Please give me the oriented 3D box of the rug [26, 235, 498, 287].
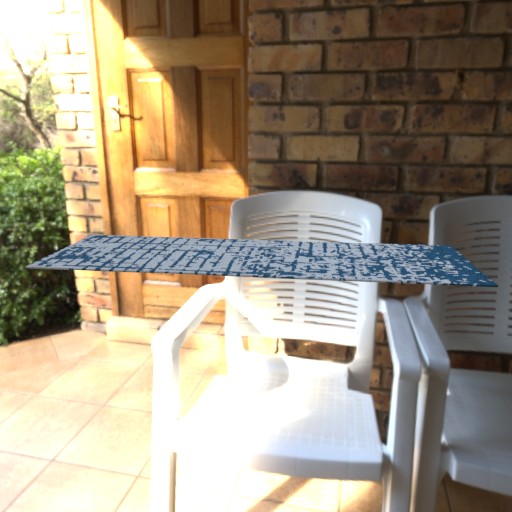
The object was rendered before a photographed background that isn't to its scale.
[{"bbox_3d":[0.000,0.000,2.623,2.435,0.011,0.750,2,16,7],"label":"rug"}]
